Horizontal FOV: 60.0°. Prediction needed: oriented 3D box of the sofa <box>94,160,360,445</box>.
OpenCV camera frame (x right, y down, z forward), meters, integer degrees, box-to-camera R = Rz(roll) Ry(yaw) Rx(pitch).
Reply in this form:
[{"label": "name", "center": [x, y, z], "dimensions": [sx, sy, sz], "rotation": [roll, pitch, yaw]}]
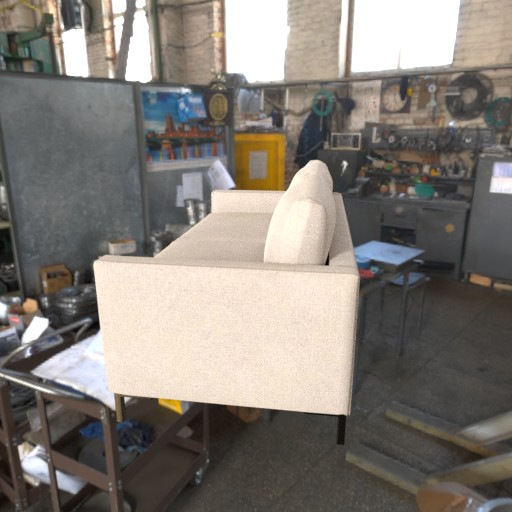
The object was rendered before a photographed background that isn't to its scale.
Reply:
[{"label": "sofa", "center": [0.000, 0.000, 2.207], "dimensions": [0.875, 0.840, 1.682], "rotation": [2, 17, 8]}]
